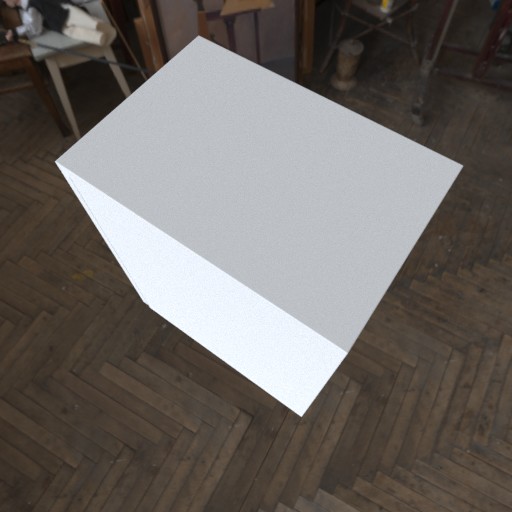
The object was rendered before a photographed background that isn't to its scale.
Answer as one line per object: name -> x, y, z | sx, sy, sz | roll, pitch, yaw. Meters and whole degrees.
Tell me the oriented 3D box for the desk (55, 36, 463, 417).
desk -> 0.000, 0.000, 1.101 | 0.600, 0.730, 0.404 | 32, 68, 15
